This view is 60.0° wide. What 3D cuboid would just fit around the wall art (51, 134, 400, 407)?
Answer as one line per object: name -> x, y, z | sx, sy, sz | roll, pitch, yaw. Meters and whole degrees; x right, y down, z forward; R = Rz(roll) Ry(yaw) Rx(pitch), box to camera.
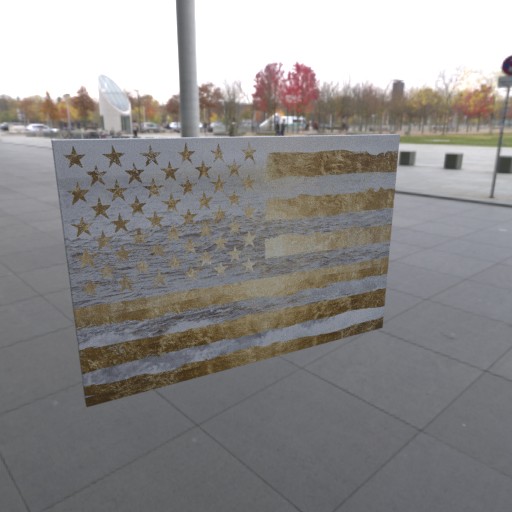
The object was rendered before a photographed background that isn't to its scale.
wall art -> 0.000, 0.000, 1.464 | 1.145, 0.762, 0.041 | -9, 19, -26
